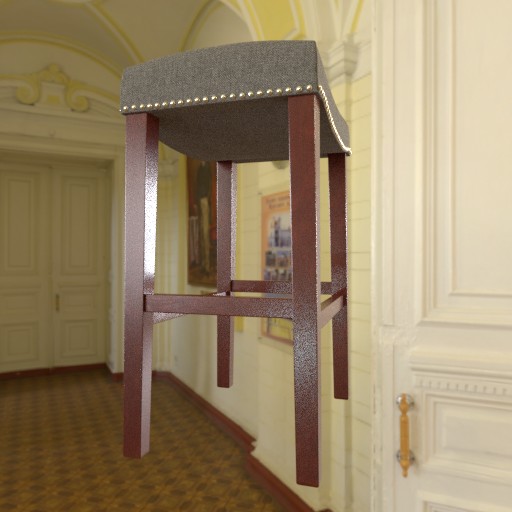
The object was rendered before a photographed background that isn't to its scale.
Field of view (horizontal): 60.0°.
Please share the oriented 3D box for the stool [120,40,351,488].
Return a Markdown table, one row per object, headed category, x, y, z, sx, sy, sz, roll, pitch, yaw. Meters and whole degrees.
| category | x | y | z | sx | sy | sz | roll | pitch | yaw |
| --- | --- | --- | --- | --- | --- | --- | --- | --- | --- |
| stool | 0.000 | 0.000 | 0.990 | 0.372 | 0.742 | 0.504 | 0 | 0 | 18 |
